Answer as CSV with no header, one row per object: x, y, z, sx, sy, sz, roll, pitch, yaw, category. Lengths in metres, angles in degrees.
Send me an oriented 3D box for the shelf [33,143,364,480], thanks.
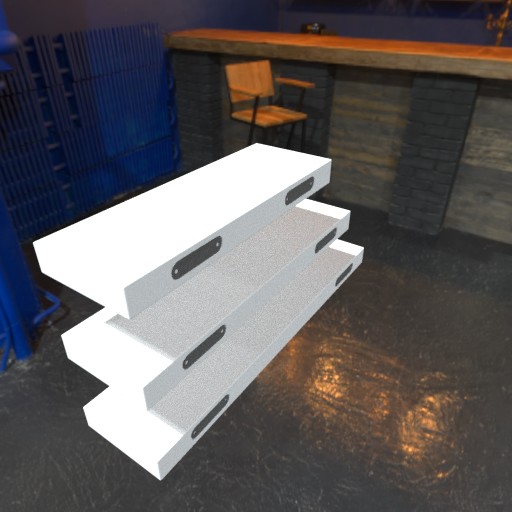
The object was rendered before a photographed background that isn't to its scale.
0.000,0.000,0.715,0.140,0.293,0.610,20,37,29,shelf
